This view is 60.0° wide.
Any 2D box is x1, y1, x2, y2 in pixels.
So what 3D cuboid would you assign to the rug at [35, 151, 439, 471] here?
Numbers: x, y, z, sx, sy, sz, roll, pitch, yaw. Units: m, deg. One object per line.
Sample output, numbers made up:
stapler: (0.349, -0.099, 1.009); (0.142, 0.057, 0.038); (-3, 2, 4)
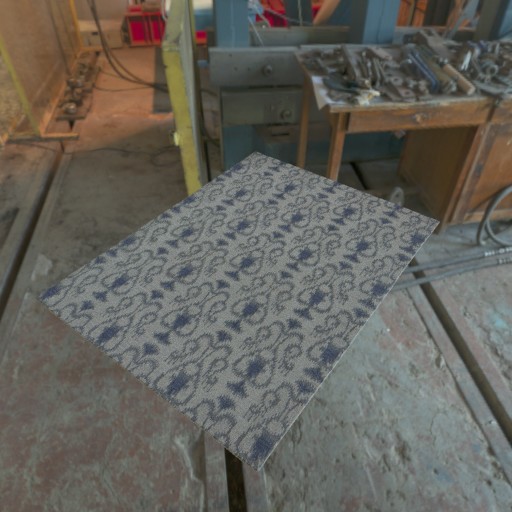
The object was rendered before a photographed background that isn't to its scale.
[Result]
rug: (0.000, 0.000, 4.261); (2.437, 0.015, 3.205); (27, 49, 26)
